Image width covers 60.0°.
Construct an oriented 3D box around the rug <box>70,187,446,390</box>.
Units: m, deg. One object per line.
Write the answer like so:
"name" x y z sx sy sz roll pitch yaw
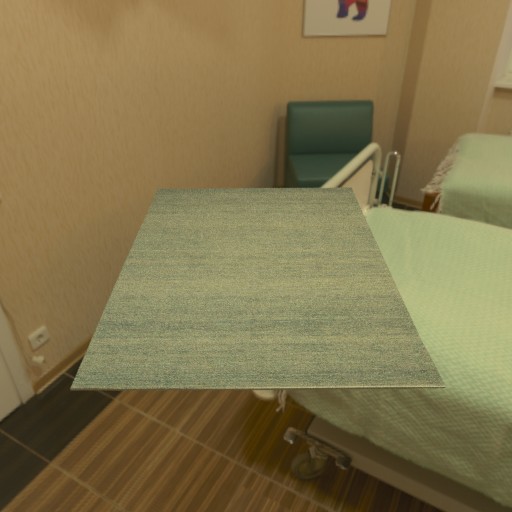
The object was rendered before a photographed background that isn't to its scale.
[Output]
"rug" 0.000 0.000 4.247 2.461 0.046 3.237 0 32 0
